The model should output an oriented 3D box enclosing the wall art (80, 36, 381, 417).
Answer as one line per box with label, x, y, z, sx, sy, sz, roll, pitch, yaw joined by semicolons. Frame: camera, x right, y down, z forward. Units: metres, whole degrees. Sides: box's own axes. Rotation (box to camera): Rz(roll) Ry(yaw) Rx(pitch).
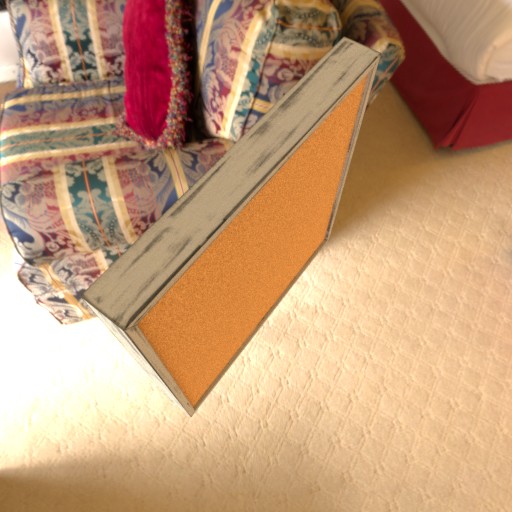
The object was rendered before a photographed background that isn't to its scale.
wall art;0.000;0.000;0.451;0.036;0.303;0.303;33;66;17
